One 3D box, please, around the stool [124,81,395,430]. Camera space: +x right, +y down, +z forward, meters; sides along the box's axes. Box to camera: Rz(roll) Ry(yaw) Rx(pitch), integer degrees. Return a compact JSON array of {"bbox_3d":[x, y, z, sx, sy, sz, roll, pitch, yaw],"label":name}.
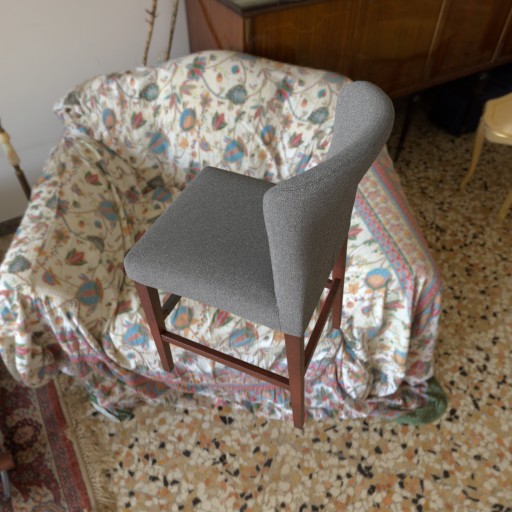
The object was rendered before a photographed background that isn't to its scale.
[{"bbox_3d":[0.000,0.000,1.270,0.568,0.968,0.479,18,49,16],"label":"stool"}]
